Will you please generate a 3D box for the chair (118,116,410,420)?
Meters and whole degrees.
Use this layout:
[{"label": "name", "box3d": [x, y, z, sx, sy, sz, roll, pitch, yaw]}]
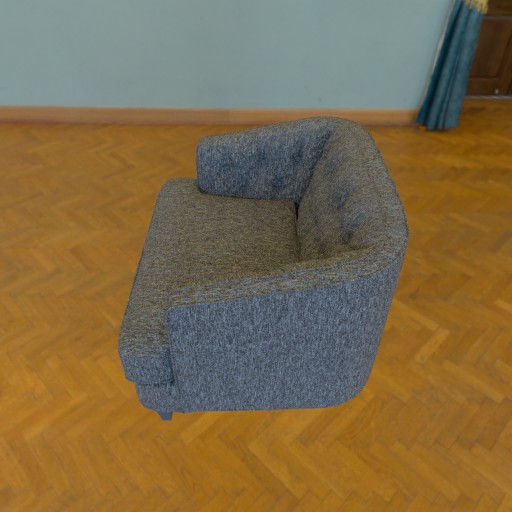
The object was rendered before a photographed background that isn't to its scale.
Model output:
[{"label": "chair", "box3d": [0.000, 0.000, 1.837, 0.941, 0.852, 1.104, 0, 41, 0]}]
